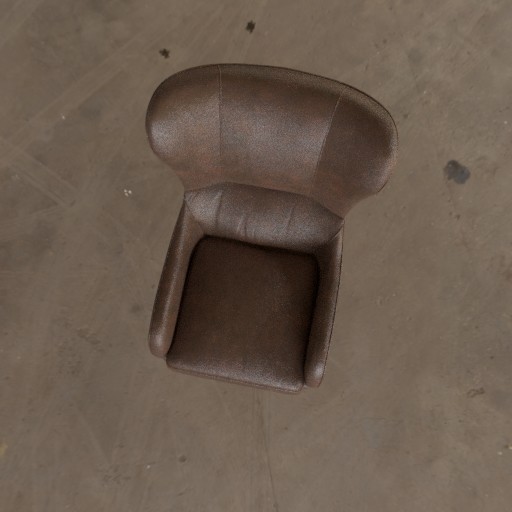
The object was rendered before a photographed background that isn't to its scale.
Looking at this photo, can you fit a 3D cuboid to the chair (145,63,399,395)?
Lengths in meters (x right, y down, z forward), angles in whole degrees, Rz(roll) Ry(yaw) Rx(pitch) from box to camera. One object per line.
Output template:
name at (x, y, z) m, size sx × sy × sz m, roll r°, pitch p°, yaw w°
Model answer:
chair at (0.000, 0.000, 1.614) m, size 0.692 × 1.048 × 0.914 m, roll 10°, pitch 75°, yaw 3°
